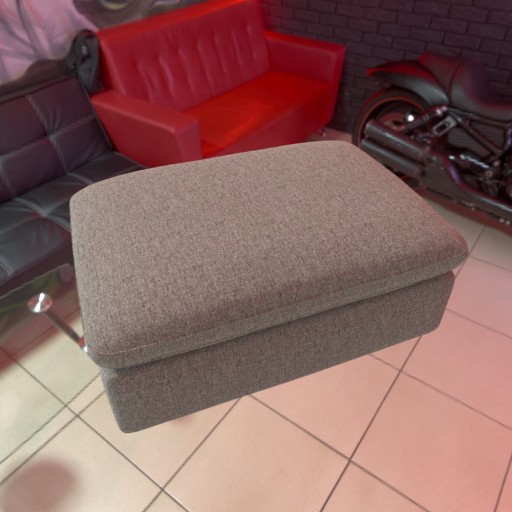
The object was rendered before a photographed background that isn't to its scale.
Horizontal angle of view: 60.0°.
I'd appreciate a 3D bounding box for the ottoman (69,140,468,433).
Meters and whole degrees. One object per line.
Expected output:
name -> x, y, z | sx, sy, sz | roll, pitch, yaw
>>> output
ottoman -> 0.000, 0.000, 1.327 | 0.977, 0.451, 0.694 | -14, 42, -16
